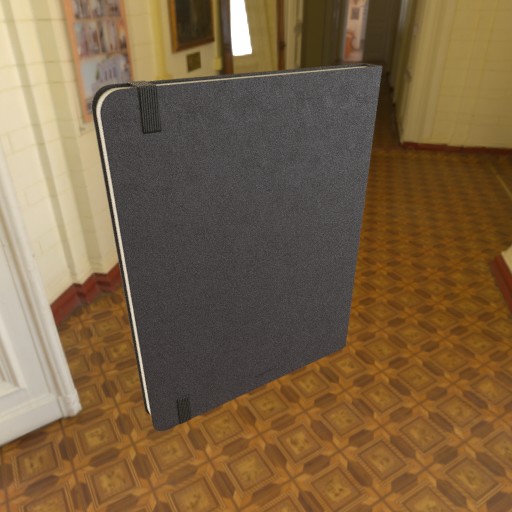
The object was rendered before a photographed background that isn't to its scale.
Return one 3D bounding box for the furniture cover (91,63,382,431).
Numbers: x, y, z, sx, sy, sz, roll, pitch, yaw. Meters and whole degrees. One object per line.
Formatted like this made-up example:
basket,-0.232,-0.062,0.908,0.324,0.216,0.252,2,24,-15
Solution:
furniture cover,0.000,0.000,0.367,0.216,0.281,0.023,-17,34,-27
